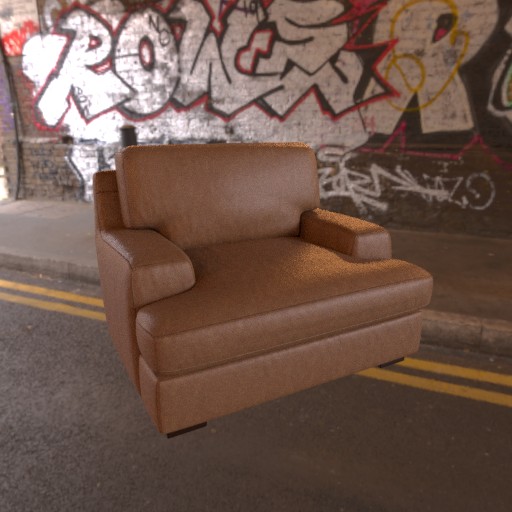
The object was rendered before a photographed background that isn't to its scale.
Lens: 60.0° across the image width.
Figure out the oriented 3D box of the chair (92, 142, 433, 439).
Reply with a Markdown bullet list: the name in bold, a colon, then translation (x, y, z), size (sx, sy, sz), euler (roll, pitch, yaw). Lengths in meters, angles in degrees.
- **chair**: translation (0.000, 0.000, 2.019), size (1.276, 0.978, 1.050), euler (-9, 18, -27)
